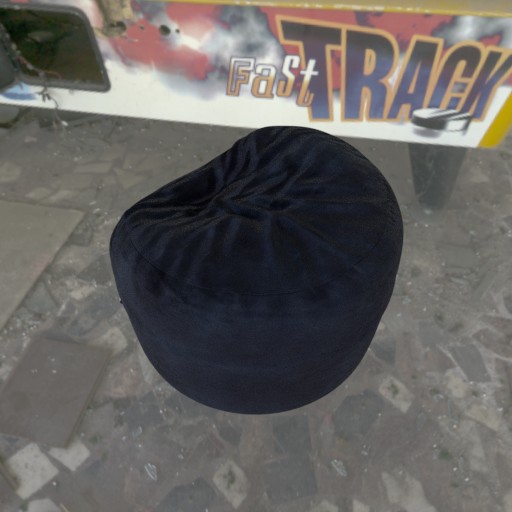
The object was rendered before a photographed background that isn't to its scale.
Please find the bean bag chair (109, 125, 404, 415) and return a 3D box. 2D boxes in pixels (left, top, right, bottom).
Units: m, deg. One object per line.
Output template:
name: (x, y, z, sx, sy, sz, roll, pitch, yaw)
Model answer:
bean bag chair: (0.000, 0.000, 1.507, 0.918, 0.616, 0.918, 0, 47, 0)
